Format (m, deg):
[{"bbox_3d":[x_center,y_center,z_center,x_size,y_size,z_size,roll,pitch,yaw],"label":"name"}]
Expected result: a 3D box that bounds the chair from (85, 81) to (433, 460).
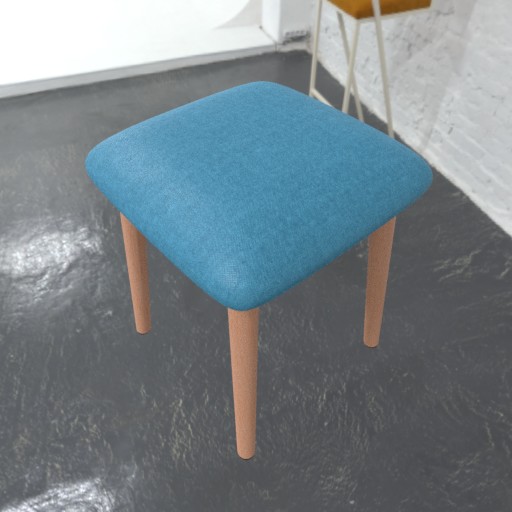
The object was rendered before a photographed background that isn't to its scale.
[{"bbox_3d":[0.000,0.000,0.713,0.360,0.450,0.360,-32,54,-27],"label":"chair"}]
